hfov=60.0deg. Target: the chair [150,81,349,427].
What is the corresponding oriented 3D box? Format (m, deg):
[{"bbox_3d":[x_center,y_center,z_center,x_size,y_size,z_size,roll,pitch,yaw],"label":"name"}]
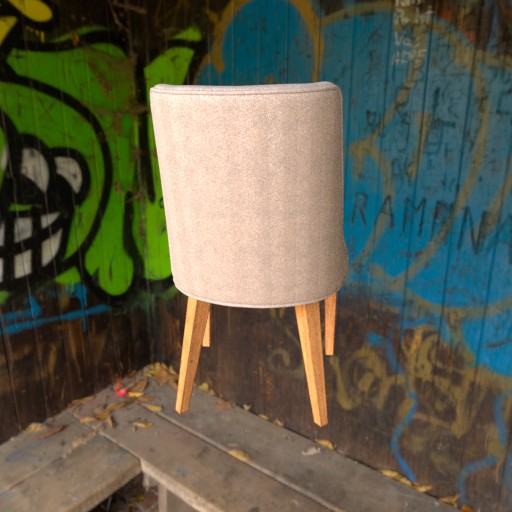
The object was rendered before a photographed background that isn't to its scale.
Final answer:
[{"bbox_3d":[0.000,0.000,1.306,0.548,0.916,0.636,2,16,8],"label":"chair"}]
